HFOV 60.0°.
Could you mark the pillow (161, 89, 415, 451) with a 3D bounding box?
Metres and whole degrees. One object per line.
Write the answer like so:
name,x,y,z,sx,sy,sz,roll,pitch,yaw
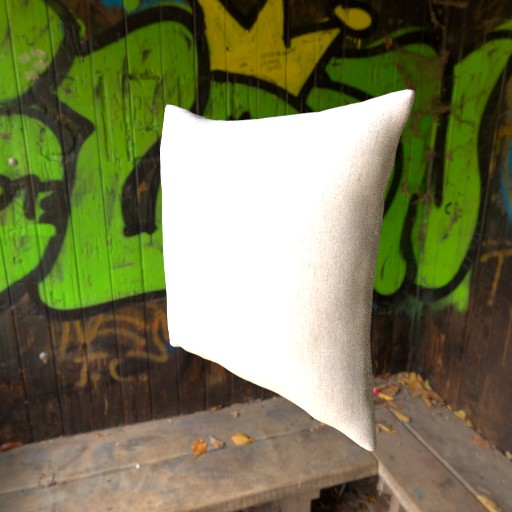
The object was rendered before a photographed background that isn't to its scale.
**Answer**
pillow,0.000,0.000,0.651,0.433,0.436,0.173,15,22,42
